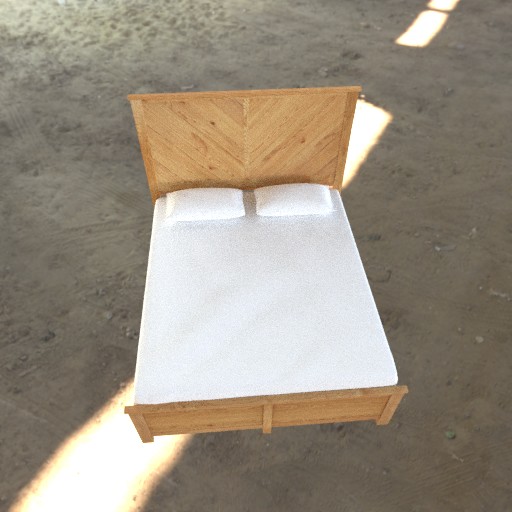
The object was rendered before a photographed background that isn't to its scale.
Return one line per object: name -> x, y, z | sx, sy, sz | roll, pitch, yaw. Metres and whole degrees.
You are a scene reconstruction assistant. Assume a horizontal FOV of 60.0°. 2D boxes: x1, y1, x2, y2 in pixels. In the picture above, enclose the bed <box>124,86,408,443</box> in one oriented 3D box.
bed -> 0.000, 0.000, 4.082 | 2.225, 1.938, 2.530 | -3, 47, -3
